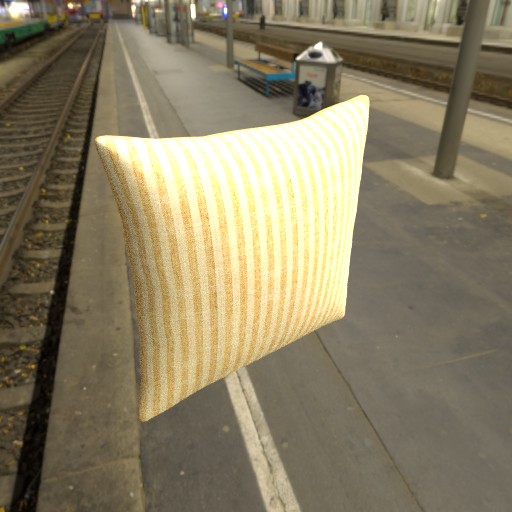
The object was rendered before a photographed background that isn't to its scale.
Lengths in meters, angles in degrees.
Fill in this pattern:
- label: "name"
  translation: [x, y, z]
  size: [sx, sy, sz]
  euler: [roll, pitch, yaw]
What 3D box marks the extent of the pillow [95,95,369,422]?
- label: "pillow"
  translation: [0.000, 0.000, 0.647]
  size: [0.419, 0.407, 0.173]
  euler: [-20, 35, -32]
